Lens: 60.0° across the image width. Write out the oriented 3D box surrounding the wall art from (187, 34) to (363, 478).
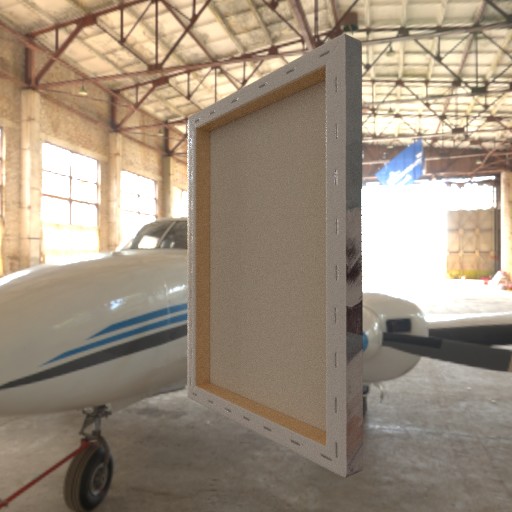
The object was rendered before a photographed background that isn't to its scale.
[{"bbox_3d":[0.000,0.000,0.799,0.037,0.613,0.455,0,-1,-37],"label":"wall art"}]
